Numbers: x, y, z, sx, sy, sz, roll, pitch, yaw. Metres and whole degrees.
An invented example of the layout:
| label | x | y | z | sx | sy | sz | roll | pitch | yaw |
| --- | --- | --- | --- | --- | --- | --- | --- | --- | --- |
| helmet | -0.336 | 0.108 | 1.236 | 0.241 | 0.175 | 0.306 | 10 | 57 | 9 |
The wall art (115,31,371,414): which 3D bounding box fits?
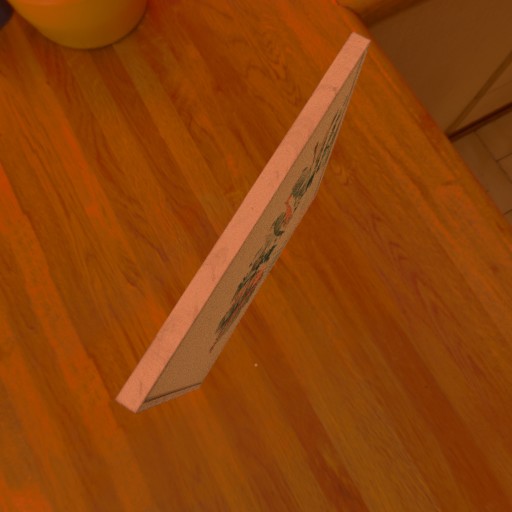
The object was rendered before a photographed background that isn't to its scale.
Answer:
| label | x | y | z | sx | sy | sz | roll | pitch | yaw |
| --- | --- | --- | --- | --- | --- | --- | --- | --- | --- |
| wall art | 0.000 | 0.000 | 1.108 | 0.038 | 0.757 | 0.760 | 30 | 78 | 7 |
